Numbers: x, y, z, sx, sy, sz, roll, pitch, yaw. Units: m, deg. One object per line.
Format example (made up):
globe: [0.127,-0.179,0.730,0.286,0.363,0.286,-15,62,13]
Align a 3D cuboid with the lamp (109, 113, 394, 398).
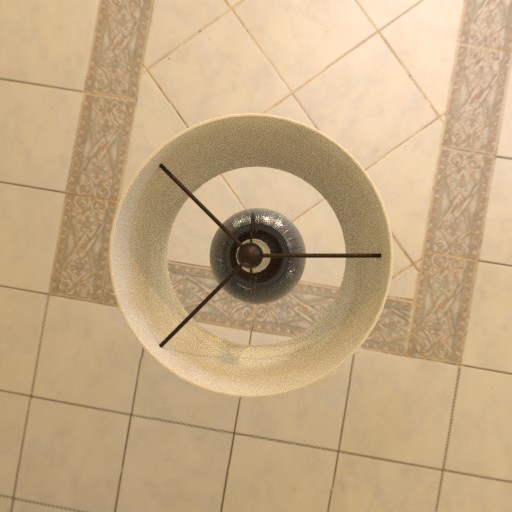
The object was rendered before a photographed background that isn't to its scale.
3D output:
lamp: [0.000,0.000,0.780,0.329,0.570,0.329,0,90,1]
